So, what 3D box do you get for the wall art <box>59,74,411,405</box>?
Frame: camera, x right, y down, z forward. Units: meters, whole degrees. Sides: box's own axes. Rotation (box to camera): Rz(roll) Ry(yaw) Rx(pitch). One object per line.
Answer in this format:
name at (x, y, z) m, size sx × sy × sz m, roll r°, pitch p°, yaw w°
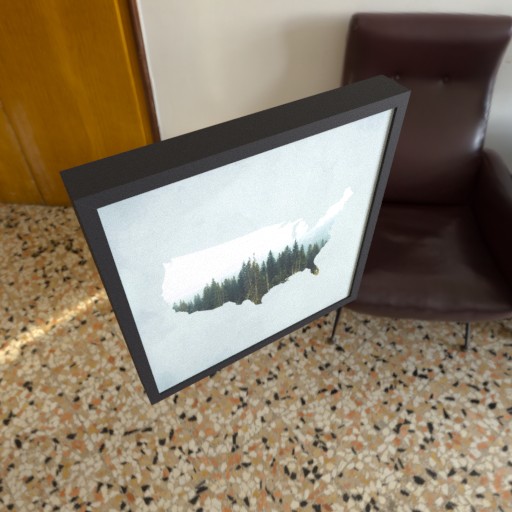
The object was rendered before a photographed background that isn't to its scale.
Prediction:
wall art at (0.000, 0.000, 0.468) m, size 0.304 × 0.304 × 0.038 m, roll -23°, pitch 51°, yaw -21°
